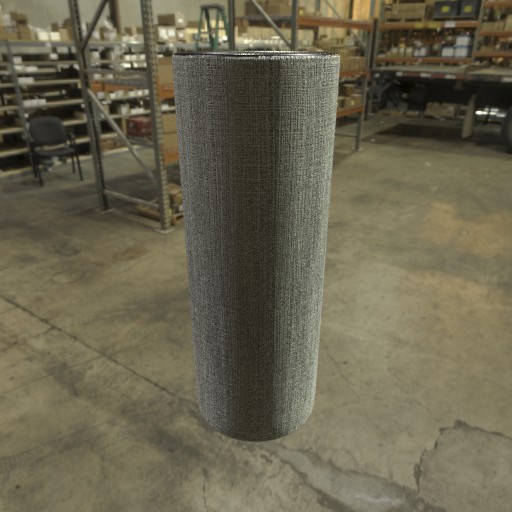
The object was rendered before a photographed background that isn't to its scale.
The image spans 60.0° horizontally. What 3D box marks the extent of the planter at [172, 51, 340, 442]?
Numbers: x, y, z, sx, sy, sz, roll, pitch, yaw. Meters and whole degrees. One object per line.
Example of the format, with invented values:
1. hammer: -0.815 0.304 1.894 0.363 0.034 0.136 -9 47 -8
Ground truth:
1. planter: 0.000 0.000 0.323 0.100 0.270 0.100 17 30 31
